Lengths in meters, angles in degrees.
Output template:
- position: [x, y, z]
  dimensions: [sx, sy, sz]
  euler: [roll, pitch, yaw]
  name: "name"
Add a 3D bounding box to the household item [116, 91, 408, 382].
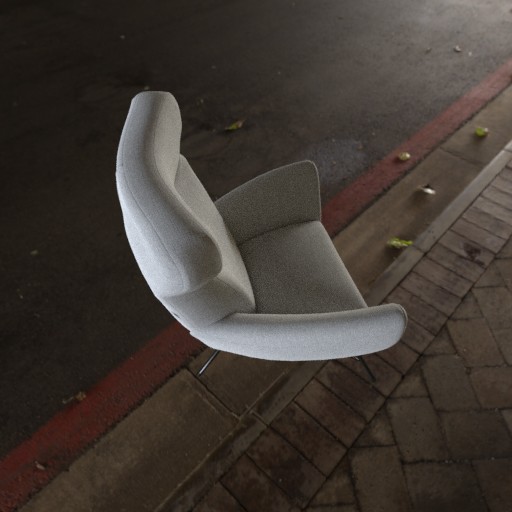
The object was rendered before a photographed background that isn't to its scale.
- position: [0.000, 0.000, 1.759]
  dimensions: [0.900, 1.050, 0.980]
  euler: [-11, 47, -10]
  name: "household item"
